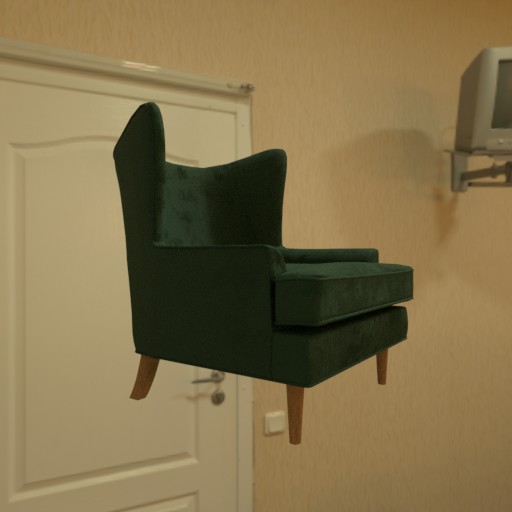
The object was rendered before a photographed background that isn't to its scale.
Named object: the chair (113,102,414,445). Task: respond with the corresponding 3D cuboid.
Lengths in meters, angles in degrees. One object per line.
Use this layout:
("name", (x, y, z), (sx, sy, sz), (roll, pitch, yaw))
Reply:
("chair", (0.000, 0.000, 1.591), (0.910, 0.952, 0.793), (0, 0, 35))
